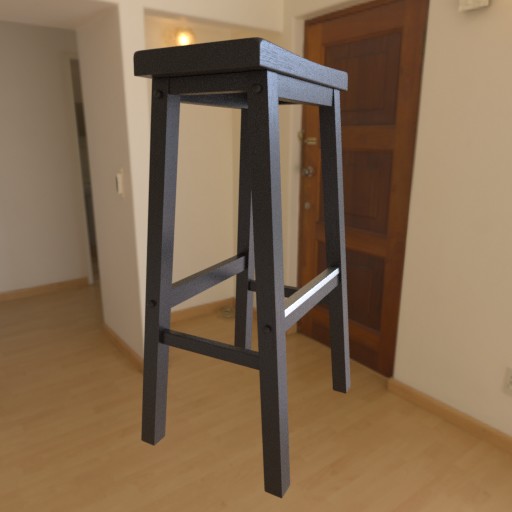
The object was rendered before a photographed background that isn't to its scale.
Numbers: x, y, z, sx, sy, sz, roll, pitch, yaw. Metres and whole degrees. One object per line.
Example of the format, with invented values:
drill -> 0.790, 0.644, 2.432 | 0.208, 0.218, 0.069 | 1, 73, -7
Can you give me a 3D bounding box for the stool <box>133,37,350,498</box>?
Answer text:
stool -> 0.000, 0.000, 0.921 | 0.322, 0.742, 0.406 | 8, 17, 27
